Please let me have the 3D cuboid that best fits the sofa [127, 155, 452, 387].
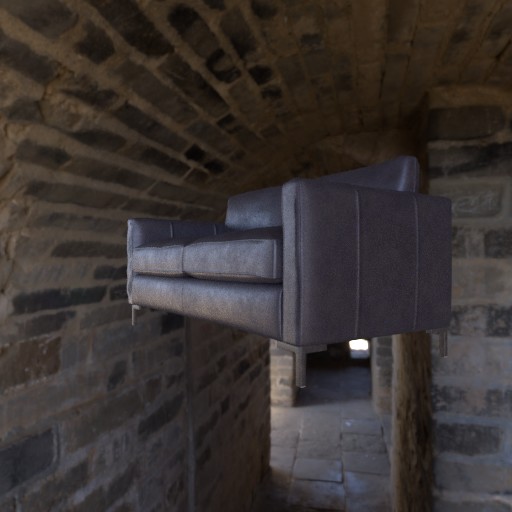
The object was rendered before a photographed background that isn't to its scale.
[{"bbox_3d":[0.000,0.000,2.392,0.947,0.883,1.805,0,-1,-36],"label":"sofa"}]
